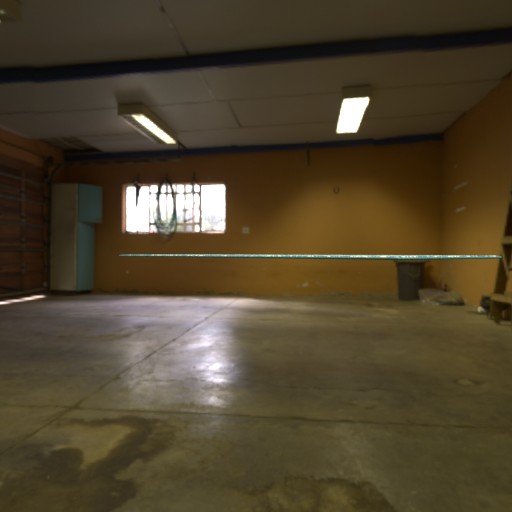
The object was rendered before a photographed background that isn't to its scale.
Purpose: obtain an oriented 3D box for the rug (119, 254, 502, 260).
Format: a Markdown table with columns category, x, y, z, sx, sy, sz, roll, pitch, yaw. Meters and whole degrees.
| category | x | y | z | sx | sy | sz | roll | pitch | yaw |
| --- | --- | --- | --- | --- | --- | --- | --- | --- | --- |
| rug | 0.000 | 0.000 | 2.346 | 0.662 | 0.011 | 2.196 | 0 | 0 | -38 |
